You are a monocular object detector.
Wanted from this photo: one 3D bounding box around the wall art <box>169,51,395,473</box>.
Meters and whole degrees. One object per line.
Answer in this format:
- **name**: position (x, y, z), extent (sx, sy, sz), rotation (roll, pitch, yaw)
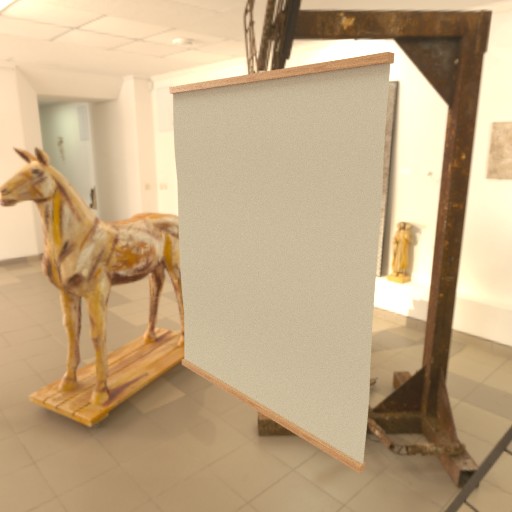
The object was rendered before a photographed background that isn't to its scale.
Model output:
- **wall art**: position (0.000, 0.000, 0.662), extent (0.013, 0.508, 0.406), rotation (-13, 19, -42)
